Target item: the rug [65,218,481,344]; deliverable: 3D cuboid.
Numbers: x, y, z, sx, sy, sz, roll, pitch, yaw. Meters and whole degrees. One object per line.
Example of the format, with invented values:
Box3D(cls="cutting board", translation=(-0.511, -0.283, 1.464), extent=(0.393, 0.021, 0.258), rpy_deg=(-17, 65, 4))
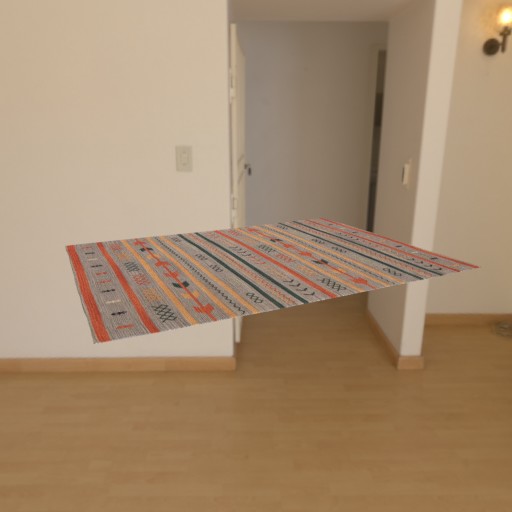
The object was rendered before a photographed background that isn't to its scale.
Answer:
Box3D(cls="rug", translation=(0.000, 0.000, 3.964), extent=(3.029, 0.022, 2.263), rpy_deg=(-8, 18, -25))
